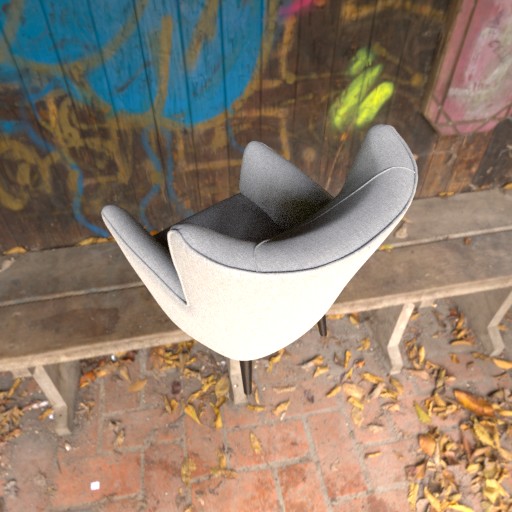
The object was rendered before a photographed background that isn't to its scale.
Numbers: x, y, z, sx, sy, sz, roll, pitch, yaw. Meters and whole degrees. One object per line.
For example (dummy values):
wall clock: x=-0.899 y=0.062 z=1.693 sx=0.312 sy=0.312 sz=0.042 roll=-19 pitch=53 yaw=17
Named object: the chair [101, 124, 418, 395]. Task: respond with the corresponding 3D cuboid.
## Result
chair: x=0.000 y=0.000 z=1.608 sx=0.781 sy=0.933 sz=0.888 roll=-31 pitch=53 yaw=-26
